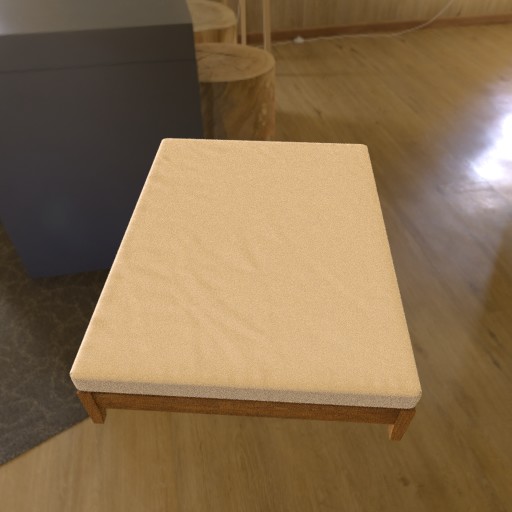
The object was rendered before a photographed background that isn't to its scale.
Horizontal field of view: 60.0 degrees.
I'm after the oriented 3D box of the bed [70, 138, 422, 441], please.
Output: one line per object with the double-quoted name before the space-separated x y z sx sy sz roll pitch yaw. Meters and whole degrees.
"bed" 0.000 0.000 2.736 1.536 0.431 2.016 2 45 2
